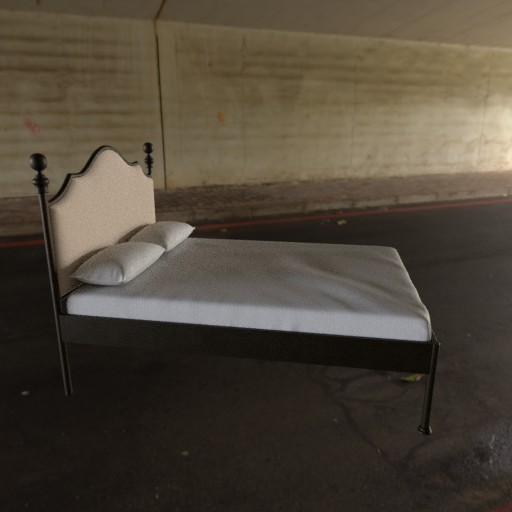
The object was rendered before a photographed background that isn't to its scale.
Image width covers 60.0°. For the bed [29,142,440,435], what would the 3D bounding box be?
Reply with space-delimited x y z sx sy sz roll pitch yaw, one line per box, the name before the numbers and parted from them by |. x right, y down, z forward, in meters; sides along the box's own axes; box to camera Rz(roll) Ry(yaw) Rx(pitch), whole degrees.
bed | 0.000 0.000 3.043 2.170 1.462 1.533 3 17 9
